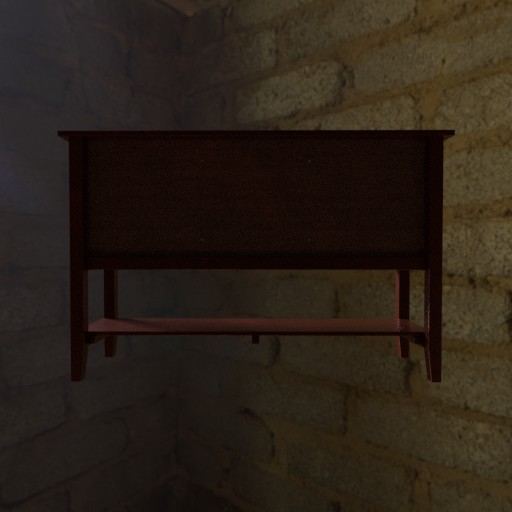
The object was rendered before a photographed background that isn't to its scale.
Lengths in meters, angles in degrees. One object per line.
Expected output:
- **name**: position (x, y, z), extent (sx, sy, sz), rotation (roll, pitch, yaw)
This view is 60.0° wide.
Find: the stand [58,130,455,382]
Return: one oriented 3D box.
- **stand**: position (0.000, 0.000, 1.732), extent (1.362, 0.872, 0.410), rotation (0, 1, 1)
